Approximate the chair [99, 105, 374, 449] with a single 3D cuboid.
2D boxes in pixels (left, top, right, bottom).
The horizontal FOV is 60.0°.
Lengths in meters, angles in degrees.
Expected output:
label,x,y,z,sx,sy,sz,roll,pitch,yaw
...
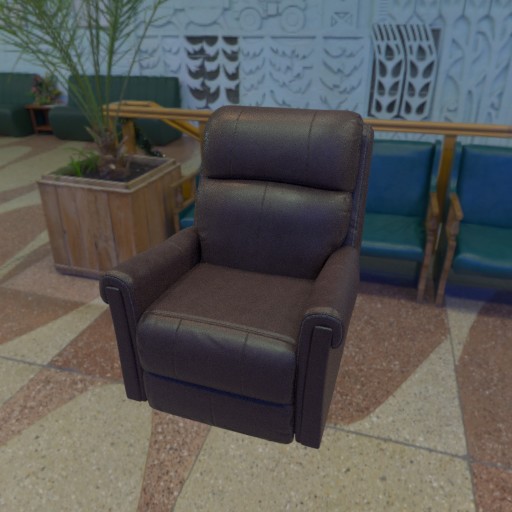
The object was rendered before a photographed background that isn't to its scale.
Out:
label,x,y,z,sx,sy,sz,roll,pitch,yaw
chair,0.000,0.000,1.789,0.838,1.054,1.014,8,28,16
